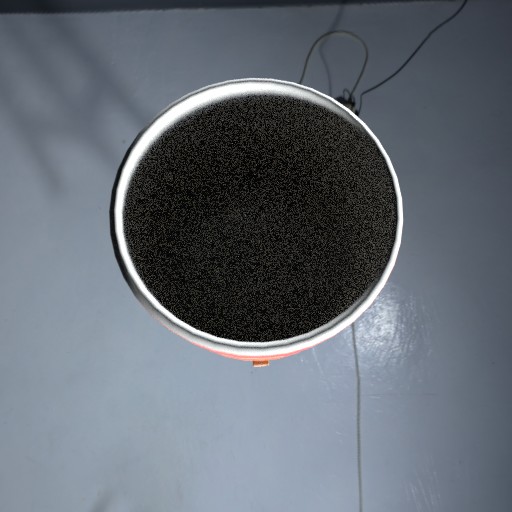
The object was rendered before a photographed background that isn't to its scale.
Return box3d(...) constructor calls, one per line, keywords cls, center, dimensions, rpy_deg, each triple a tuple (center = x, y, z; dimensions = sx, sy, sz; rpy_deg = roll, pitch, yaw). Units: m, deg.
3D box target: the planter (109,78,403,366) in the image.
box3d(cls="planter", center=(0.000, 0.000, 0.414), dimensions=(0.199, 0.268, 0.199), rpy_deg=(0, 76, 0))
